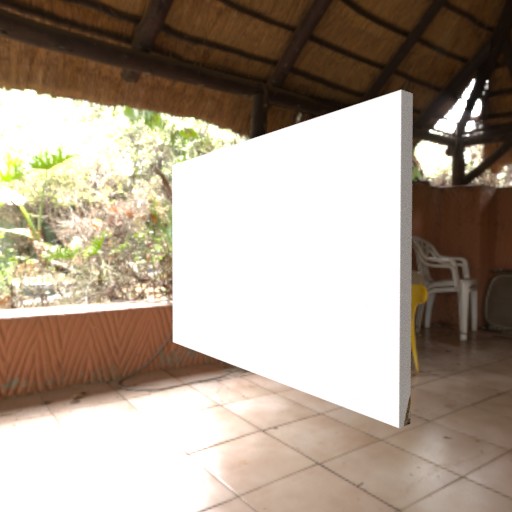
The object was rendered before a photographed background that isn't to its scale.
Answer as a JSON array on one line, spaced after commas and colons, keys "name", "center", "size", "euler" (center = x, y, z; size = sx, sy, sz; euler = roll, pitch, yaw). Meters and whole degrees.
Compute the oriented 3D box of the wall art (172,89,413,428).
[{"name": "wall art", "center": [0.000, 0.000, 1.154], "size": [0.038, 0.601, 0.898], "euler": [-1, 1, -37]}]
